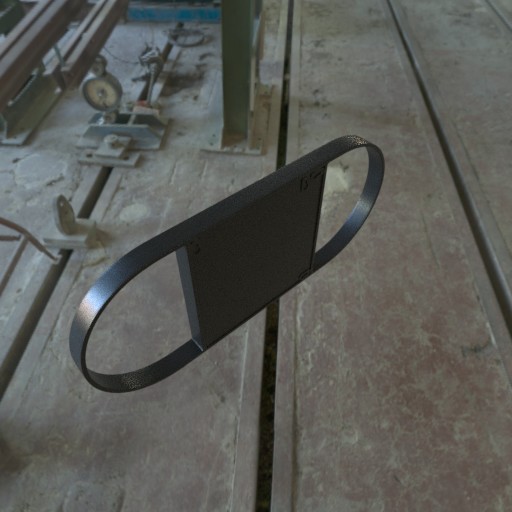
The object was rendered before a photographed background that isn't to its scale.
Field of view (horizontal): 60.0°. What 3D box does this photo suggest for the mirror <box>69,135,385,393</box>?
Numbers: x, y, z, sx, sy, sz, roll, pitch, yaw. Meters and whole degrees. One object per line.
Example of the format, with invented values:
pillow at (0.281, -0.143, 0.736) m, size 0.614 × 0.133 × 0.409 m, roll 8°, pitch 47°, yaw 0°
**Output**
mirror at (0.000, 0.000, 0.682) m, size 0.584 × 0.254 × 0.032 m, roll -33°, pitch 55°, yaw -27°
